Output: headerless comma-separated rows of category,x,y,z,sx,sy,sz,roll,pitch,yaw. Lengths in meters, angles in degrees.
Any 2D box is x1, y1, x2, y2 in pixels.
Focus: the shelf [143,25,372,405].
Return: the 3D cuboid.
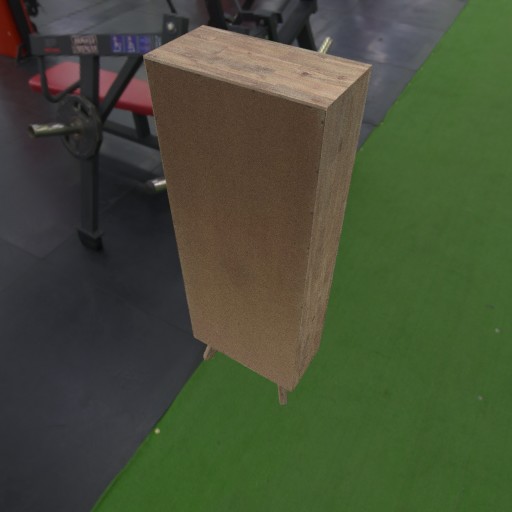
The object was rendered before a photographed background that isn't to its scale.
shelf,0.000,0.000,1.535,0.491,1.342,0.267,24,51,22
